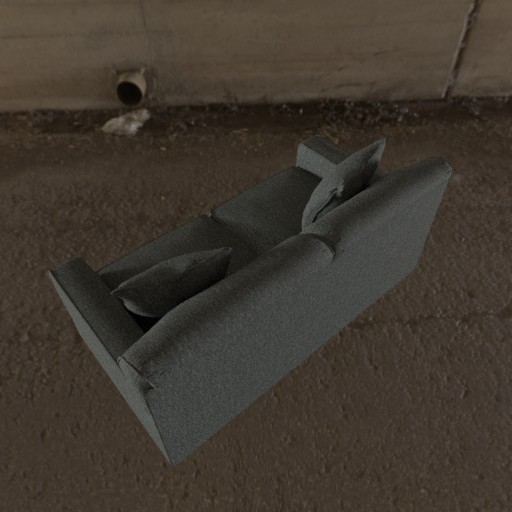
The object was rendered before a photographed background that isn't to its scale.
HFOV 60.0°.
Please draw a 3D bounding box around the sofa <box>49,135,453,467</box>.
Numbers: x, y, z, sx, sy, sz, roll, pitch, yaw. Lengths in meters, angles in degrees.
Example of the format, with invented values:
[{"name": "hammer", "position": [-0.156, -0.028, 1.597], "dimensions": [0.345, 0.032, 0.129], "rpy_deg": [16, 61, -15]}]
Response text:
[{"name": "sofa", "position": [0.000, 0.000, 2.384], "dimensions": [1.846, 0.958, 0.998], "rpy_deg": [-32, 54, -27]}]
